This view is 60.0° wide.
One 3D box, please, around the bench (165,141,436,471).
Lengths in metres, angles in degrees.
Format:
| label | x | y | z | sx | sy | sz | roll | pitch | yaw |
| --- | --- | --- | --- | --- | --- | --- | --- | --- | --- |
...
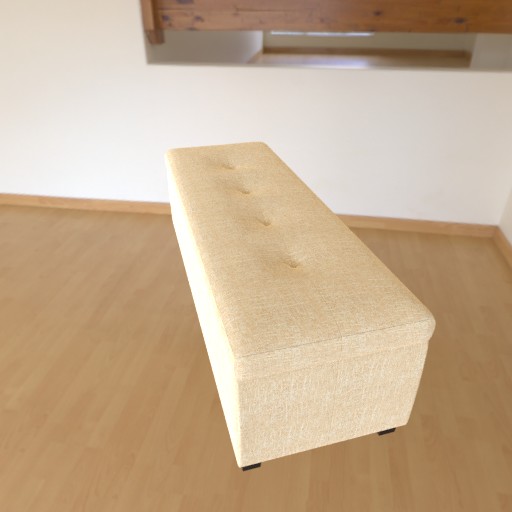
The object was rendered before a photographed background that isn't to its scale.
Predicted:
| label | x | y | z | sx | sy | sz | roll | pitch | yaw |
| --- | --- | --- | --- | --- | --- | --- | --- | --- | --- |
| bench | 0.000 | 0.000 | 1.430 | 0.432 | 0.406 | 1.219 | -8 | 32 | -13 |
